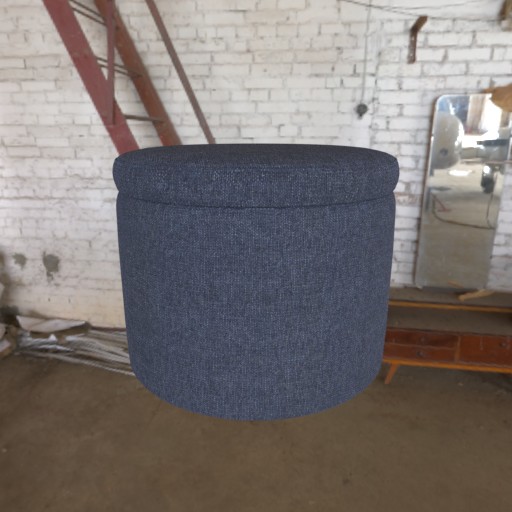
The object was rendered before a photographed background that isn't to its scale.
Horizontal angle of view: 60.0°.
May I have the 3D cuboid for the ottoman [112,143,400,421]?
[{"bbox_3d":[0.000,0.000,0.885,0.520,0.430,0.520,0,16,0],"label":"ottoman"}]
